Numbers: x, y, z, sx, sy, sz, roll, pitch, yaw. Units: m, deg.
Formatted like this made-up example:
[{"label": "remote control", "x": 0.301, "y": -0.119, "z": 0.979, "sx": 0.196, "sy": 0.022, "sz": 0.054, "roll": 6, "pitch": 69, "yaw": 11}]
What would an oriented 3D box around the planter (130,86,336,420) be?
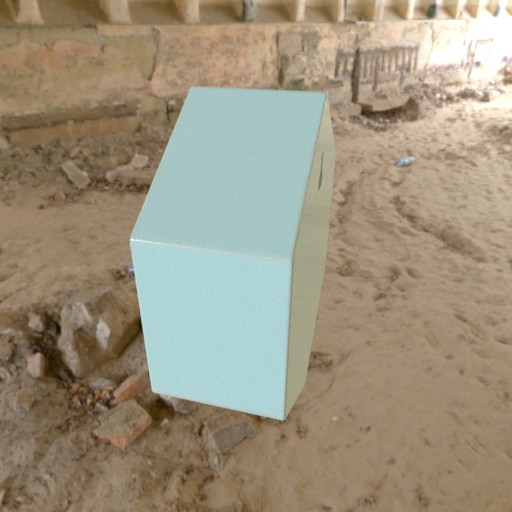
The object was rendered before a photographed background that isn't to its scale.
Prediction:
[{"label": "planter", "x": 0.000, "y": 0.000, "z": 0.290, "sx": 0.078, "sy": 0.207, "sz": 0.169, "roll": 7, "pitch": 30, "yaw": 13}]
